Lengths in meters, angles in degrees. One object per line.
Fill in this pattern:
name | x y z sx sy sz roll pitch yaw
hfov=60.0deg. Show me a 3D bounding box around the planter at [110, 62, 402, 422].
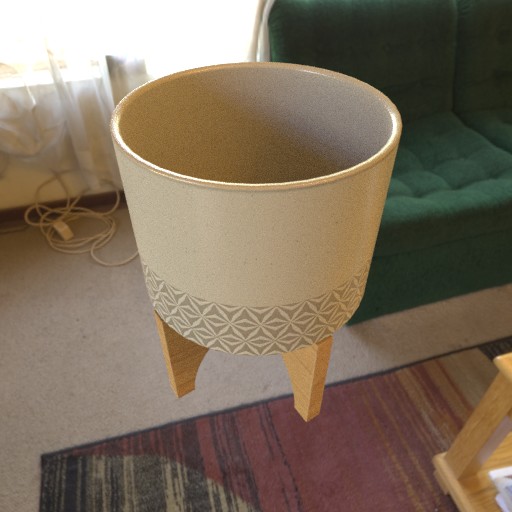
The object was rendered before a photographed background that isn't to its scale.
planter | 0.000 0.000 0.501 0.249 0.343 0.249 0 42 0
